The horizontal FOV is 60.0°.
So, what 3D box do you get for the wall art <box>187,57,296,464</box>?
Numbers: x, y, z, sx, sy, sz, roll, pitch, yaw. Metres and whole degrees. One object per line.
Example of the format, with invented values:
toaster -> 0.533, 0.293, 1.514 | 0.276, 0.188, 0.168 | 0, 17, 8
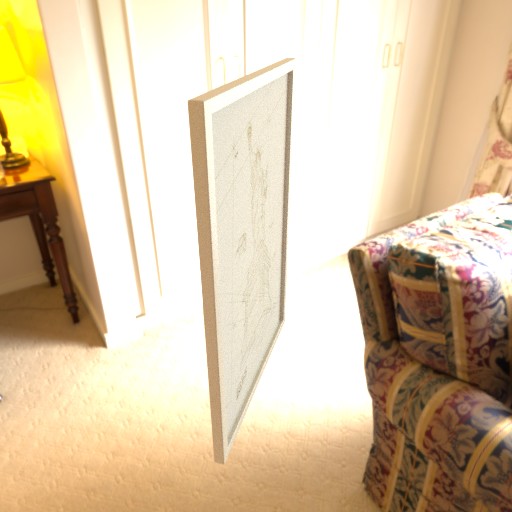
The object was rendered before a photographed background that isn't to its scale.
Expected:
wall art -> 0.000, 0.000, 1.538 | 0.038, 1.183, 0.808 | 9, 31, 16
